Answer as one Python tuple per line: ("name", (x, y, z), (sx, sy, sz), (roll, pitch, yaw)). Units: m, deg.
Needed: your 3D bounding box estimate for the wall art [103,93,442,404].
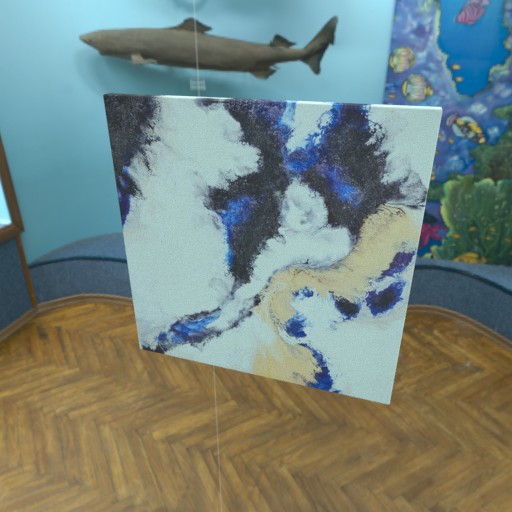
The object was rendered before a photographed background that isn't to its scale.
("wall art", (0.000, 0.000, 1.323), (0.887, 0.885, 0.038), (8, 28, 16))
